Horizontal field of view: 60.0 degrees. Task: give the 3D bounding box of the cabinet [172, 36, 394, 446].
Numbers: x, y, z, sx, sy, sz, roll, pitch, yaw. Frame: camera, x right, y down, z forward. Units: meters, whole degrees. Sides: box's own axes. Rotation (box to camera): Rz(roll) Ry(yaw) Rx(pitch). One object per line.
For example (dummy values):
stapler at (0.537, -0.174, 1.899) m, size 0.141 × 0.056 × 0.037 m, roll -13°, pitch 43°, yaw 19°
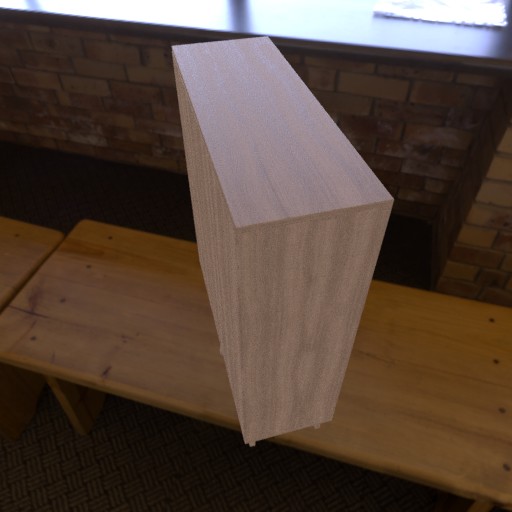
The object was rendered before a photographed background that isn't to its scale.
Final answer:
cabinet at (0.000, 0.000, 1.912) m, size 0.398 × 1.388 × 1.111 m, roll -11°, pitch 47°, yaw -10°
